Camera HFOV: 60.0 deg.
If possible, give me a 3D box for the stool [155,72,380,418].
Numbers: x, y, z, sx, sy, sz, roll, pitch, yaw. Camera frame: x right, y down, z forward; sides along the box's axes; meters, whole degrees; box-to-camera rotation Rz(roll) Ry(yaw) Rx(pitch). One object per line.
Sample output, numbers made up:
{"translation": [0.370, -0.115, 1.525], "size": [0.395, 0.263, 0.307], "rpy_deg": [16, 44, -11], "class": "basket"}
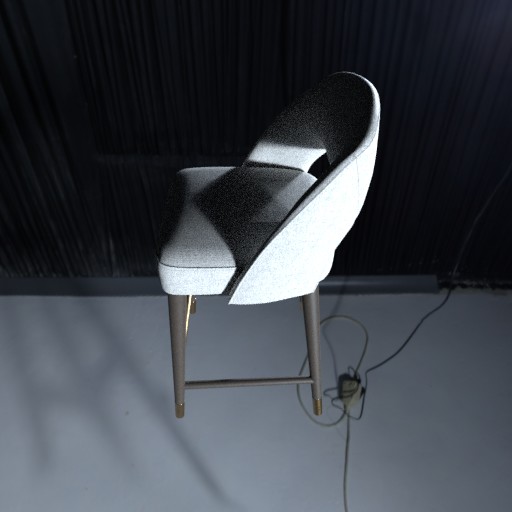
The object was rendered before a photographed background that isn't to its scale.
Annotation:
{"translation": [0.000, 0.000, 1.240], "size": [0.509, 0.940, 0.494], "rpy_deg": [-1, 41, -1], "class": "stool"}
